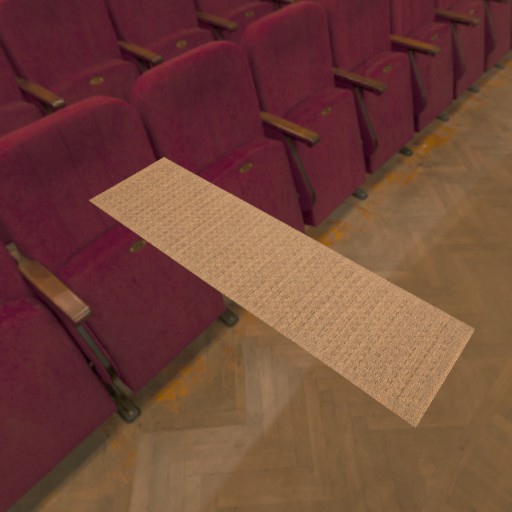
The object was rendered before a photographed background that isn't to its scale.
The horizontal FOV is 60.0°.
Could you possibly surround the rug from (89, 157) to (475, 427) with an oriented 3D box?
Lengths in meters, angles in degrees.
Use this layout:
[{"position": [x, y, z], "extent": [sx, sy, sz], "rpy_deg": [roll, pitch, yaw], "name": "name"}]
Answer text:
[{"position": [0.000, 0.000, 2.687], "extent": [2.437, 0.005, 0.688], "rpy_deg": [32, 54, 27], "name": "rug"}]
